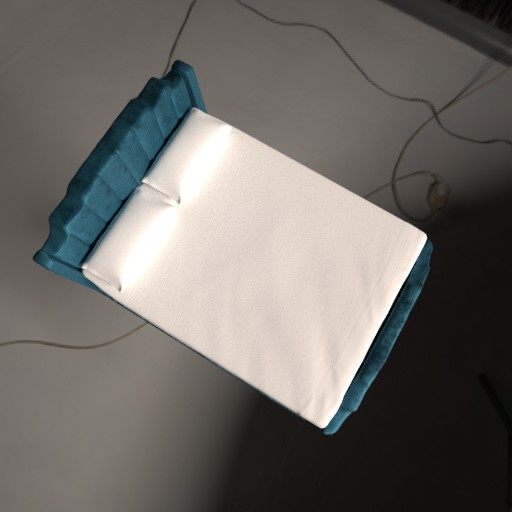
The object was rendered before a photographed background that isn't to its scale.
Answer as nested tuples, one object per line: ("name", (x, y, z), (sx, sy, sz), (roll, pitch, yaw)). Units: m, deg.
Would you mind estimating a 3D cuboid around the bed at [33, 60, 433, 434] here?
("bed", (0.000, 0.000, 3.277), (2.322, 1.338, 1.678), (30, 79, 6))
